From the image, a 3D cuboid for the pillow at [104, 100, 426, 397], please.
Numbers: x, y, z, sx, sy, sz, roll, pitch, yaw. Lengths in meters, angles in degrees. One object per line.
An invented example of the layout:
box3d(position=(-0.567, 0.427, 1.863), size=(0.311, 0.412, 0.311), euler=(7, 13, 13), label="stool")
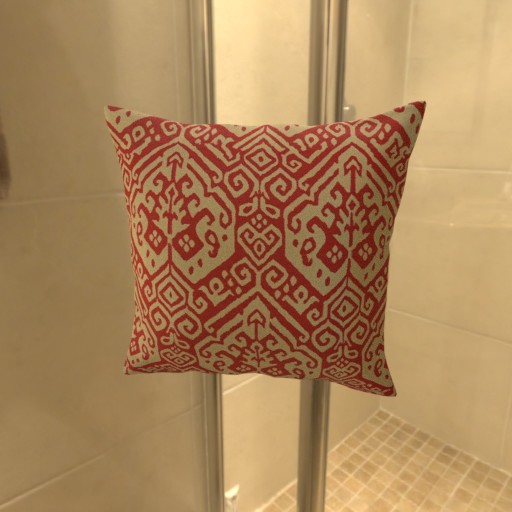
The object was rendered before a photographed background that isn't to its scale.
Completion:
box3d(position=(0.000, 0.000, 0.773), size=(0.522, 0.507, 0.192), euler=(2, 15, 8), label="pillow")
